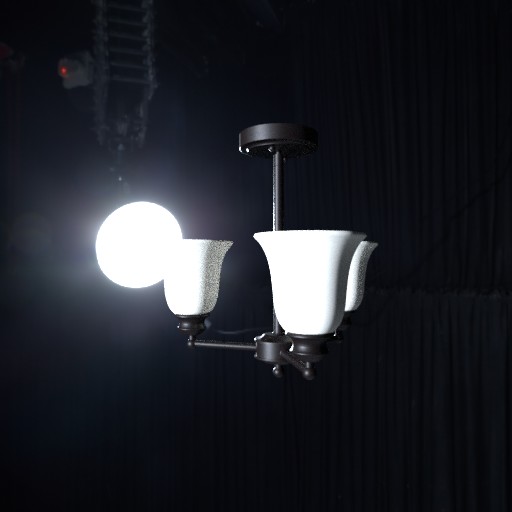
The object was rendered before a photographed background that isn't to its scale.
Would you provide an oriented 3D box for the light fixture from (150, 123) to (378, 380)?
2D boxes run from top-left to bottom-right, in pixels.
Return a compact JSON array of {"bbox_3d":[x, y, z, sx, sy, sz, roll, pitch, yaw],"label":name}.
[{"bbox_3d":[0.000,0.000,0.690,0.354,0.370,0.388,0,-1,18],"label":"light fixture"}]
